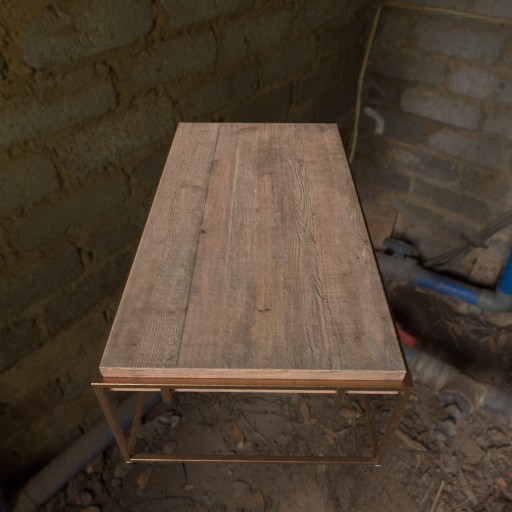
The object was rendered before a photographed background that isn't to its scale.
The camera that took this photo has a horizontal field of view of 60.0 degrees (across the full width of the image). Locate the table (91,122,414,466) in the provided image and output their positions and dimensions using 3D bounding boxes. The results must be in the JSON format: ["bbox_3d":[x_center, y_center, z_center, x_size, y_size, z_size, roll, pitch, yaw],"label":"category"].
[{"bbox_3d":[0.000,0.000,1.712,0.775,0.468,1.387,1,41,1],"label":"table"}]
